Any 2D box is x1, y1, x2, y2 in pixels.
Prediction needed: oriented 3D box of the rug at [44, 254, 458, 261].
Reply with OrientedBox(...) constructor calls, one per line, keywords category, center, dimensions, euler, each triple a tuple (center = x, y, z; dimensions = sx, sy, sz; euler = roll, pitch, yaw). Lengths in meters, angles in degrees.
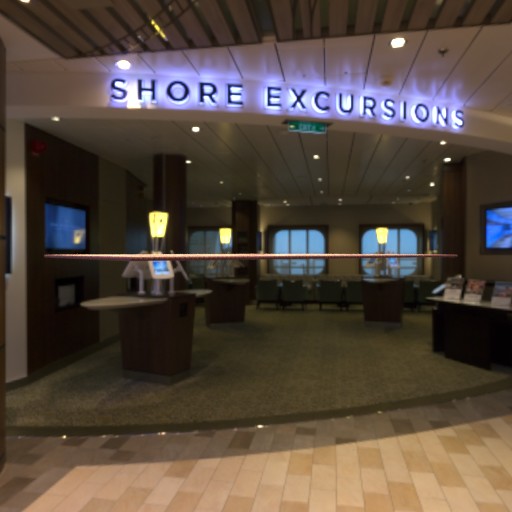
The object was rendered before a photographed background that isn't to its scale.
OrientedBox(category="rug", center=(0.000, 0.000, 5.884), dimensions=(4.578, 0.033, 3.033), euler=(0, 1, -37))
